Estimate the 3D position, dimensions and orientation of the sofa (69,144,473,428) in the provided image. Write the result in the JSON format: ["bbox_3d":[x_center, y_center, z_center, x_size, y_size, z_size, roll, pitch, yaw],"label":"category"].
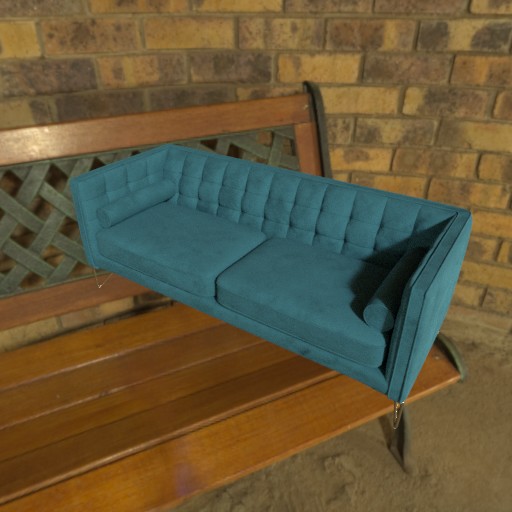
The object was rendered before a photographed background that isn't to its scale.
[{"bbox_3d":[0.000,0.000,2.573,2.087,0.789,0.867,19,36,28],"label":"sofa"}]
